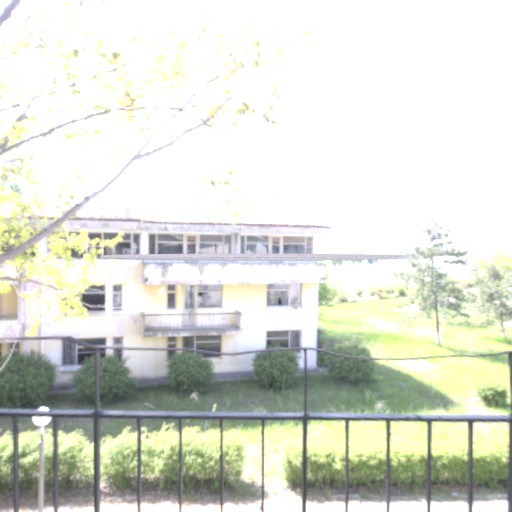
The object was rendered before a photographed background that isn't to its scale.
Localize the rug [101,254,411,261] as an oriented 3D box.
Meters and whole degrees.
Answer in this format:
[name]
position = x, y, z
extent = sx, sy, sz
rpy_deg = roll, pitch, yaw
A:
[rug]
position = 0.000, 0.000, 2.407
extent = 1.593, 0.012, 1.593
rpy_deg = 0, 1, 0
